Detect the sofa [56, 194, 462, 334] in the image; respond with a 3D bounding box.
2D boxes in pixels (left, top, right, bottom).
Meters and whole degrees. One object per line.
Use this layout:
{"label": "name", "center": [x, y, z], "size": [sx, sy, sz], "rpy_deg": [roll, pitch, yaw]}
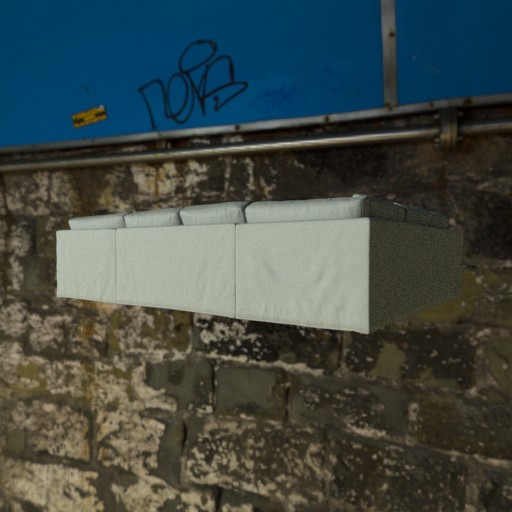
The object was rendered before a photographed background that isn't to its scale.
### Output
{"label": "sofa", "center": [0.000, 0.000, 4.585], "size": [3.460, 0.882, 2.427], "rpy_deg": [1, 1, 36]}
